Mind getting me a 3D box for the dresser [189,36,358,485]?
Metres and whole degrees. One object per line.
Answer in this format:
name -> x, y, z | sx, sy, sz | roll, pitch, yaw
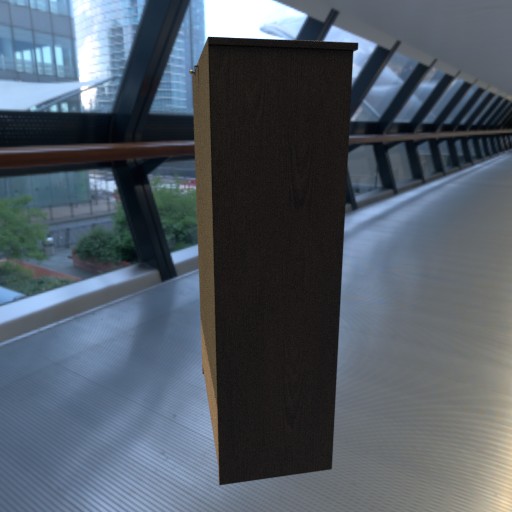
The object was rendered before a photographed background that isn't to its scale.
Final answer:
dresser -> 0.000, 0.000, 1.554 | 0.418, 1.254, 0.704 | -3, 15, -11
